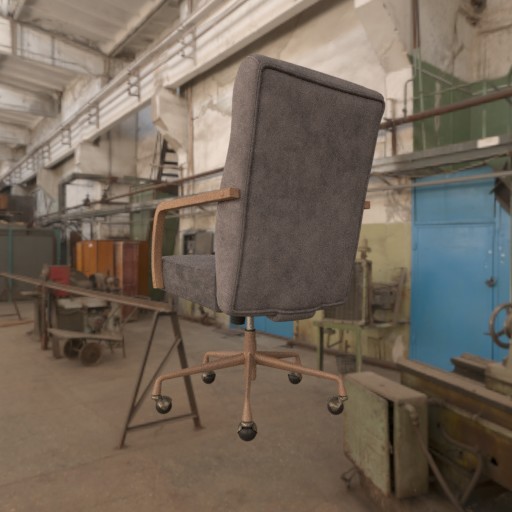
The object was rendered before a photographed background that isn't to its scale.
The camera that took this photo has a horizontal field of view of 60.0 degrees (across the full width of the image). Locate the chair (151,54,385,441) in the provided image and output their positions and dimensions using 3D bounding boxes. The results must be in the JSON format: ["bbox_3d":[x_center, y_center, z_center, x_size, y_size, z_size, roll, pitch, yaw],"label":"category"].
[{"bbox_3d":[0.000,0.000,1.501,0.640,1.029,0.741,0,1,-35],"label":"chair"}]
